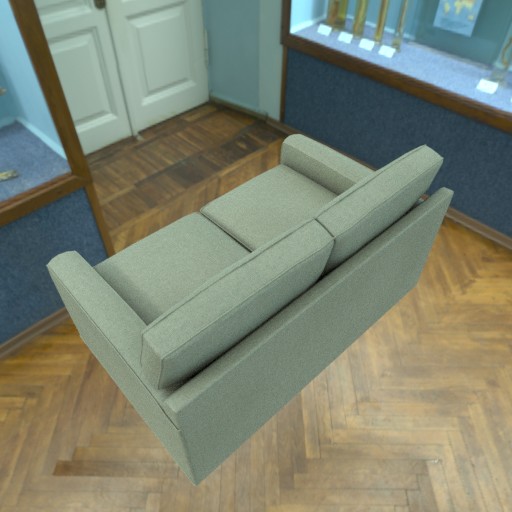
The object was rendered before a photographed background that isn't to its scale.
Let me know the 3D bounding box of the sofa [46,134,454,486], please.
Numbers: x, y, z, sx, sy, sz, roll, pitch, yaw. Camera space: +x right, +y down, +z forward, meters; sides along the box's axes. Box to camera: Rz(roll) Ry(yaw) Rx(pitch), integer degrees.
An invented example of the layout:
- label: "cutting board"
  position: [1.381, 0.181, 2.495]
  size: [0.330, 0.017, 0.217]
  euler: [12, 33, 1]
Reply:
- label: "sofa"
  position: [0.000, 0.000, 1.984]
  size: [1.484, 0.853, 0.940]
  euler: [-34, 55, -28]
